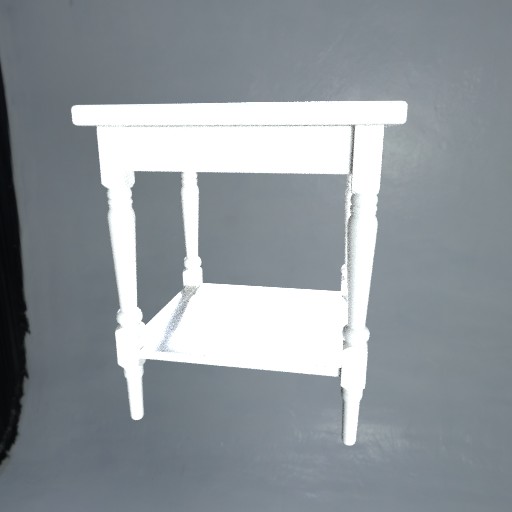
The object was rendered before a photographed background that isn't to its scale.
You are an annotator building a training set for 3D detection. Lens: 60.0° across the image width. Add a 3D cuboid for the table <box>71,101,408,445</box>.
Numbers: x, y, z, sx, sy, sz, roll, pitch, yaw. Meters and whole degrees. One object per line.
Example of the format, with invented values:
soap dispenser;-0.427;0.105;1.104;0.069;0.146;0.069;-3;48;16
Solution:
table;0.000;0.000;0.909;0.488;0.565;0.442;3;15;10
